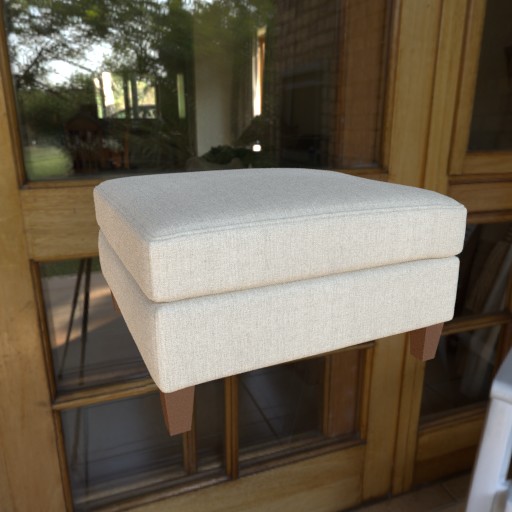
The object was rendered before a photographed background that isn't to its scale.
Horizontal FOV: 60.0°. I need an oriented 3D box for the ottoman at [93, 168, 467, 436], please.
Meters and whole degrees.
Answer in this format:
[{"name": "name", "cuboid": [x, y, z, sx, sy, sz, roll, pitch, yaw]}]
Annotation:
[{"name": "ottoman", "cuboid": [0.000, 0.000, 1.359, 0.838, 0.503, 0.838, -8, 18, -25]}]
